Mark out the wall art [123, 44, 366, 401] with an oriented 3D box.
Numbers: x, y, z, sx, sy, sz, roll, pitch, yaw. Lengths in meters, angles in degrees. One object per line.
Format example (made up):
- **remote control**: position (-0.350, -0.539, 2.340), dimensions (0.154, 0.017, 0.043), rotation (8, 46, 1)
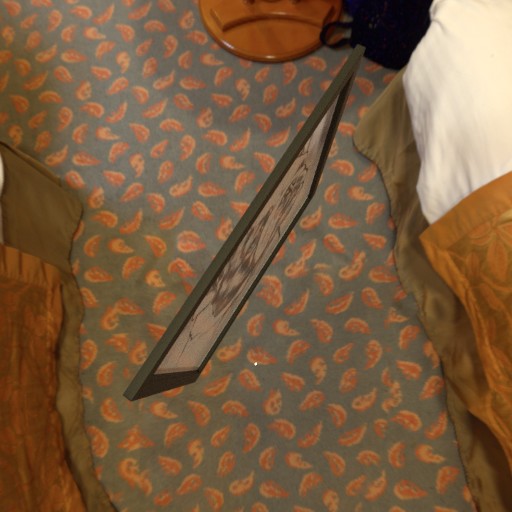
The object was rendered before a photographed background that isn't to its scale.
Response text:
- **wall art**: position (0.000, 0.000, 0.989), dimensions (0.016, 0.659, 0.663), rotation (31, 78, 7)
